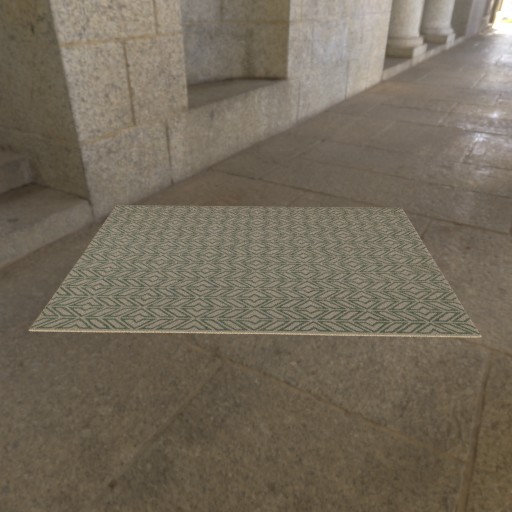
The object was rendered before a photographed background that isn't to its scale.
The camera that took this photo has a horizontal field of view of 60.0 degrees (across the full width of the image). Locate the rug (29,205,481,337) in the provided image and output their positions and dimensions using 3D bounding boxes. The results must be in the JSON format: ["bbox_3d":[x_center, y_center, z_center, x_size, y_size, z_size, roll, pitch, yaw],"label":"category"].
[{"bbox_3d":[0.000,0.000,2.309,1.828,0.007,1.220,1,31,1],"label":"rug"}]
